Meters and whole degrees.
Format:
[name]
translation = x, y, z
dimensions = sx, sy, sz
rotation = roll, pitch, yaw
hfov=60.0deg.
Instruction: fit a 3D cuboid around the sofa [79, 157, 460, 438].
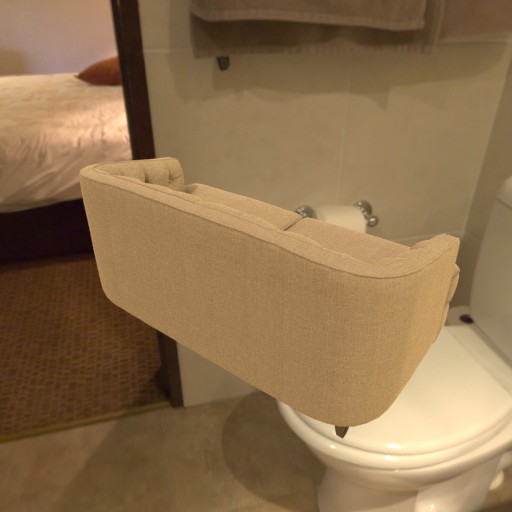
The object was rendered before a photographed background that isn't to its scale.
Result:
[sofa]
translation = 0.000, 0.000, 2.208
dimensions = 1.733, 0.855, 0.941
rotation = 21, 37, 31
